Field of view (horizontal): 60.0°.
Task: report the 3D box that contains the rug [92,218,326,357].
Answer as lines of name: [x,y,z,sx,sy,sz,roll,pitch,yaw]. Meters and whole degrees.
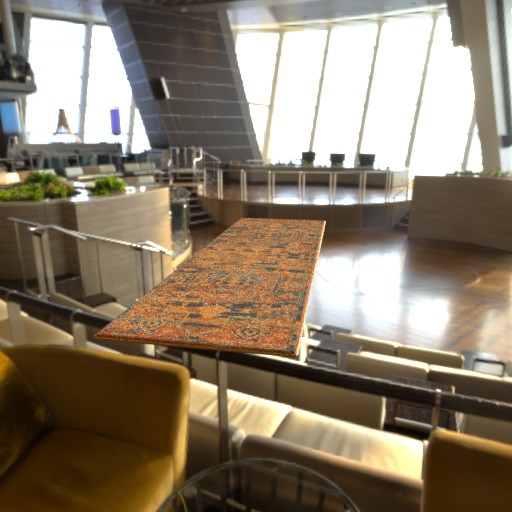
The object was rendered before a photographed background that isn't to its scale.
rug: [0.000,0.000,2.005,0.556,0.013,1.820,3,15,10]
